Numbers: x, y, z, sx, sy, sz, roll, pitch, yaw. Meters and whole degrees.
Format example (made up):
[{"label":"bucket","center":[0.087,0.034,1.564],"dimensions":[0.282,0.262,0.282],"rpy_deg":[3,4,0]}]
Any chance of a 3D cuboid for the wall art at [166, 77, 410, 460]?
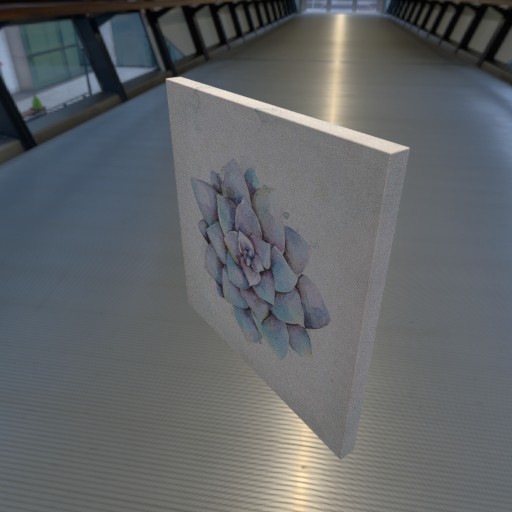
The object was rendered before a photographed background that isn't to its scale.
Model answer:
[{"label":"wall art","center":[0.000,0.000,0.919],"dimensions":[0.040,0.612,0.612],"rpy_deg":[-21,37,-30]}]
